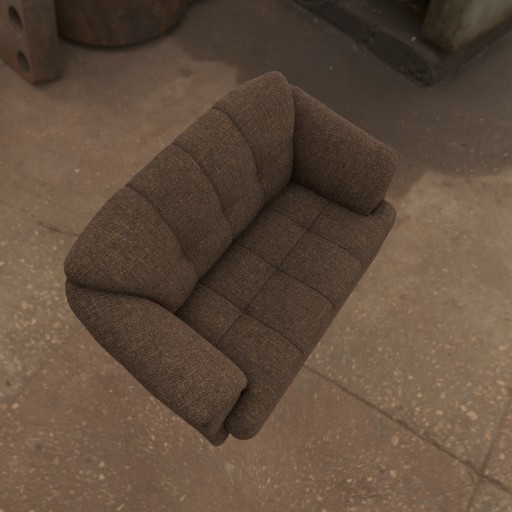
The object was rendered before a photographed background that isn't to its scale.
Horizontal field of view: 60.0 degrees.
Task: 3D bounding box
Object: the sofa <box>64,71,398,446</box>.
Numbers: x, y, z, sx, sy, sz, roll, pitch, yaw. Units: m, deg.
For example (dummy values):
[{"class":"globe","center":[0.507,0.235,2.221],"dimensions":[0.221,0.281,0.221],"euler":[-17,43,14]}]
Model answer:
[{"class":"sofa","center":[0.000,0.000,1.897],"dimensions":[0.799,0.895,1.404],"euler":[31,64,17]}]
